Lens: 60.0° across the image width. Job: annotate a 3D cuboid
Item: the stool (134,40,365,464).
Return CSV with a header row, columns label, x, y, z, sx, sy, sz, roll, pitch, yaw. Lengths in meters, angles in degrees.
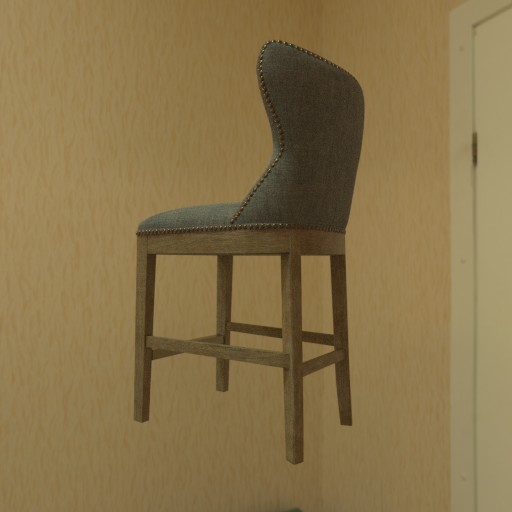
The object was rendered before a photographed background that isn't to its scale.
label,x,y,z,sx,sy,sz,roll,pitch,yaw
stool,0.000,0.000,1.305,0.608,0.981,0.498,0,-1,36
